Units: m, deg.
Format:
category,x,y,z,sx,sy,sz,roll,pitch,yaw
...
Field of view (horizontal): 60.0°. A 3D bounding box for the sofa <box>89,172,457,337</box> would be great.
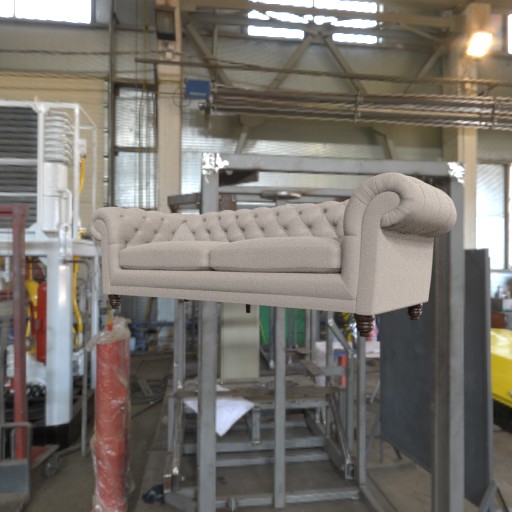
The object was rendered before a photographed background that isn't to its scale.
category,x,y,z,sx,sy,sz,roll,pitch,yaw
sofa,0.000,0.000,2.921,2.411,0.749,0.991,0,-1,37
